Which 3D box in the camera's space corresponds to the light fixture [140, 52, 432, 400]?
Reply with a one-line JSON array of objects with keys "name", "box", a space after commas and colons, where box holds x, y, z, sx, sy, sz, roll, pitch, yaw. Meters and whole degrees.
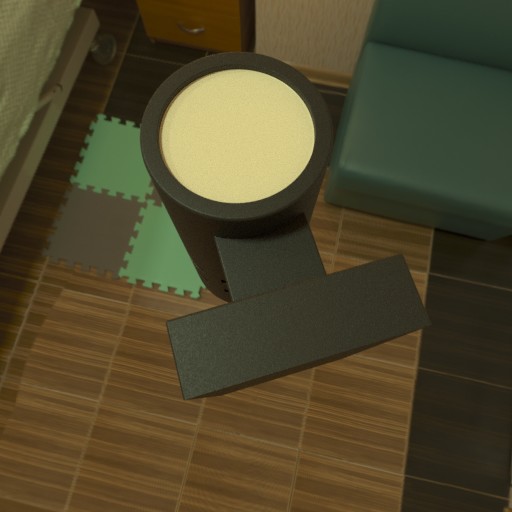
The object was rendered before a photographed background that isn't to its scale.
[{"name": "light fixture", "box": [0.000, 0.000, 0.261, 0.098, 0.179, 0.138, -16, 74, -5]}]
